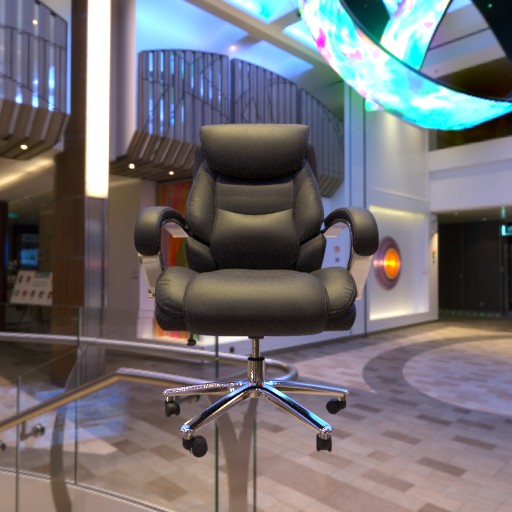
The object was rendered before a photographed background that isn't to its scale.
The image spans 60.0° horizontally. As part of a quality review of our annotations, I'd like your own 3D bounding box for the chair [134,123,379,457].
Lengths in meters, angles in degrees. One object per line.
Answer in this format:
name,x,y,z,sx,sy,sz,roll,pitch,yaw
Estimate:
chair,0.000,0.000,1.629,0.755,1.183,0.790,0,-1,0
